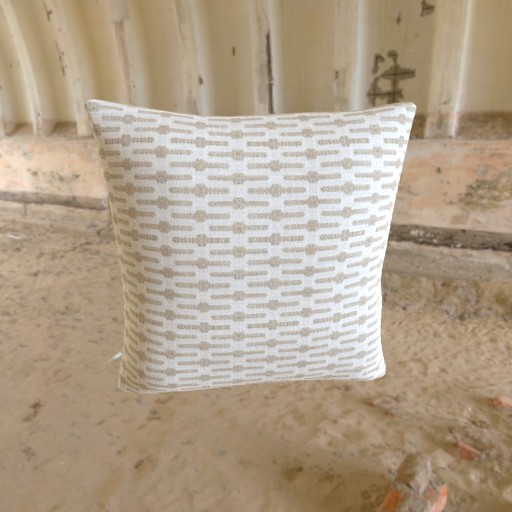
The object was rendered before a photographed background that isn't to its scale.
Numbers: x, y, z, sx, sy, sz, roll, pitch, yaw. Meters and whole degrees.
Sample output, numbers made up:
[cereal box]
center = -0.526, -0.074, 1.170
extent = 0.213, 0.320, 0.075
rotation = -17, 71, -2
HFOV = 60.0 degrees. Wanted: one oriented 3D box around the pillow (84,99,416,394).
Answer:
[pillow]
center = 0.000, 0.000, 0.742
extent = 0.496, 0.491, 0.219
rotation = -2, 16, -7
